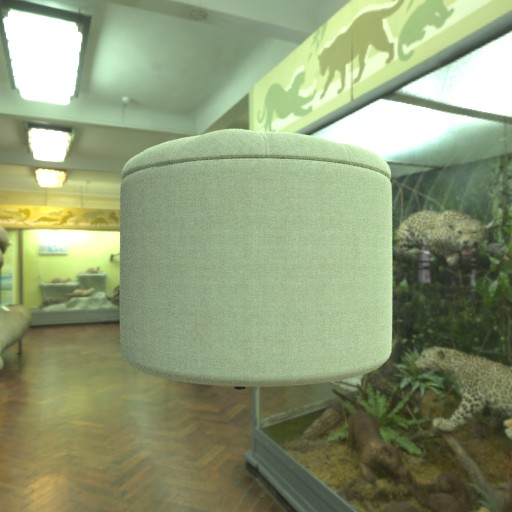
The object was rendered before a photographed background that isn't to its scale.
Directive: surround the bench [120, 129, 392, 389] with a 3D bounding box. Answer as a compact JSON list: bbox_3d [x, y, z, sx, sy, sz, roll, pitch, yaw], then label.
[{"bbox_3d":[0.000,0.000,1.021,0.600,0.453,0.600,0,-1,0],"label":"bench"}]
